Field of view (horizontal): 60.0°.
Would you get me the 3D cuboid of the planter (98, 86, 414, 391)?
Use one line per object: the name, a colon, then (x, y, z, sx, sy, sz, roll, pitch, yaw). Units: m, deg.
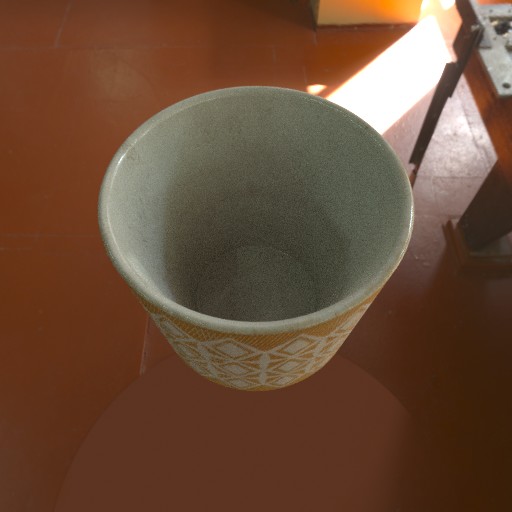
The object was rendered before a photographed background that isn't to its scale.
planter: (0.000, 0.000, 0.343, 0.193, 0.165, 0.193, 0, 58, 0)
